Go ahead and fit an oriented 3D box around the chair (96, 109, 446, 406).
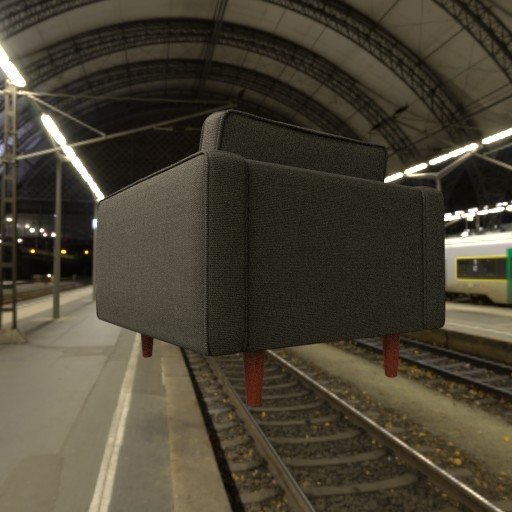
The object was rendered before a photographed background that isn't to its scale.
[{"bbox_3d":[0.000,0.000,1.568,0.899,0.770,0.919,1,-2,-34],"label":"chair"}]
